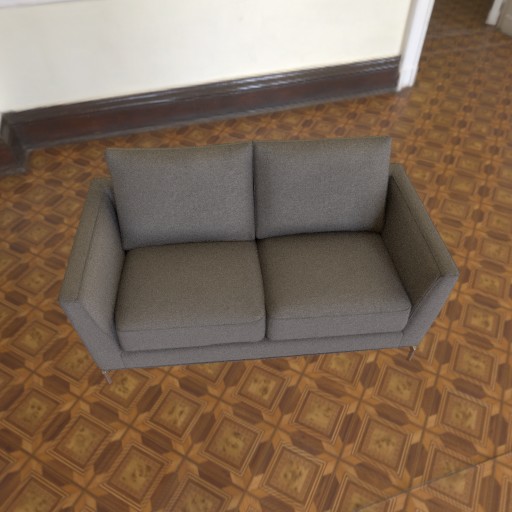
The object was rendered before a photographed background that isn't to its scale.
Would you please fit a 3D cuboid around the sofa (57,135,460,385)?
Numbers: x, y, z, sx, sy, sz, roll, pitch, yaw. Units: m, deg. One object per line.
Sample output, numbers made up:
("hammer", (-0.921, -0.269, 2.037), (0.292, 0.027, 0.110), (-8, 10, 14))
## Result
("sofa", (0.000, 0.000, 2.158), (1.594, 0.924, 0.803), (-4, 46, -3))
